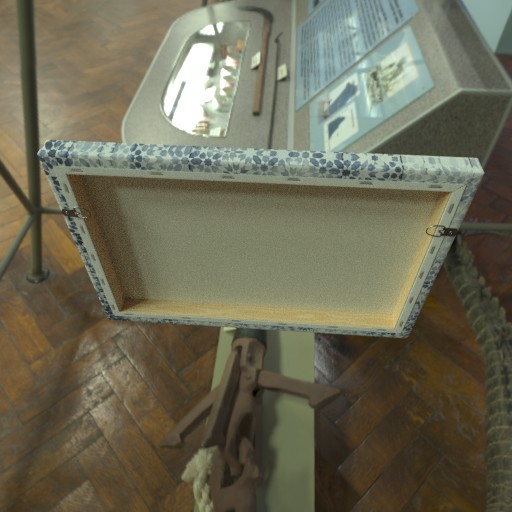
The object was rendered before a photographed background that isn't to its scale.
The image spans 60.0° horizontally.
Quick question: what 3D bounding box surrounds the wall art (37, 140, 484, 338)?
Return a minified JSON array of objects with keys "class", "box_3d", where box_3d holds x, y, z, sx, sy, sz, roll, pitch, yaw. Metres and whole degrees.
[{"class":"wall art","box_3d":[0.000,0.000,1.137,0.911,0.608,0.057,3,48,3]}]
